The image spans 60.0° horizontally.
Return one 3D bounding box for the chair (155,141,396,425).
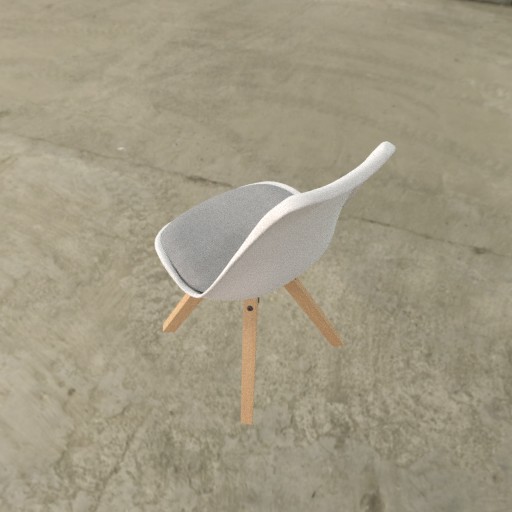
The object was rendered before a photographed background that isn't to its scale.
[{"bbox_3d":[0.000,0.000,1.231,0.485,0.850,0.550,-32,54,-27],"label":"chair"}]
